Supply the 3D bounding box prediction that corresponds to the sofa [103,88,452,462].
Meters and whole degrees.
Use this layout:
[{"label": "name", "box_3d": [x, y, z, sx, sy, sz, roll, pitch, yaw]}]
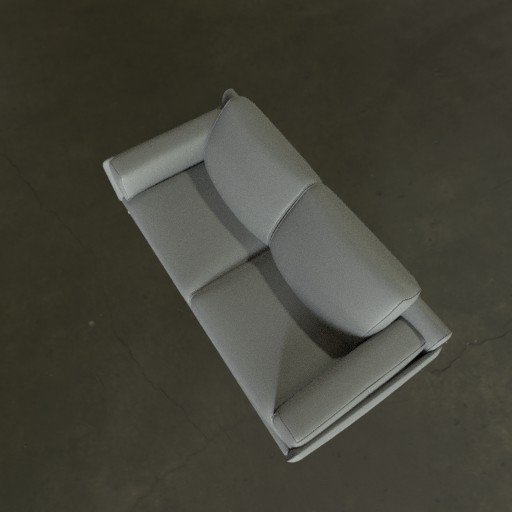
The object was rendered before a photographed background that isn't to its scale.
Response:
[{"label": "sofa", "box_3d": [0.000, 0.000, 2.644, 0.969, 0.900, 2.100, -31, 67, -15]}]
